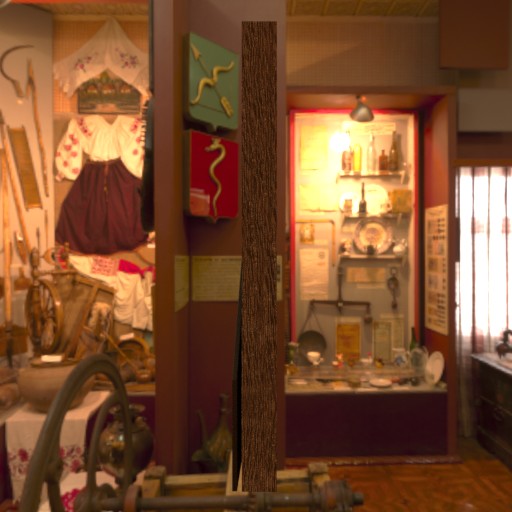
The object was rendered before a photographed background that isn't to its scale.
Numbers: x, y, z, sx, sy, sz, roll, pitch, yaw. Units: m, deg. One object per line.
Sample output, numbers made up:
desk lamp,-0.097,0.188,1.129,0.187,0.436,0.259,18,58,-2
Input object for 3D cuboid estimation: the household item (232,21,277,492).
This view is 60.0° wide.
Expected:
household item,0.000,0.000,0.278,0.020,0.210,0.160,0,1,1
